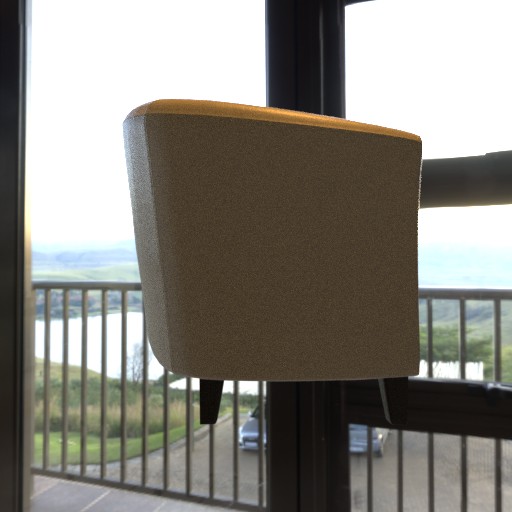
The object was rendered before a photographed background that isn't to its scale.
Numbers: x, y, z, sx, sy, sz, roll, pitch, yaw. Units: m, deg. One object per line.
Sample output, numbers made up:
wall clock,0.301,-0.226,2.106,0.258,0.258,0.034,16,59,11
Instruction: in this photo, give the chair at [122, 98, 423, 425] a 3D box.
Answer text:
chair,0.000,0.000,1.306,0.727,0.756,0.792,0,-1,0
